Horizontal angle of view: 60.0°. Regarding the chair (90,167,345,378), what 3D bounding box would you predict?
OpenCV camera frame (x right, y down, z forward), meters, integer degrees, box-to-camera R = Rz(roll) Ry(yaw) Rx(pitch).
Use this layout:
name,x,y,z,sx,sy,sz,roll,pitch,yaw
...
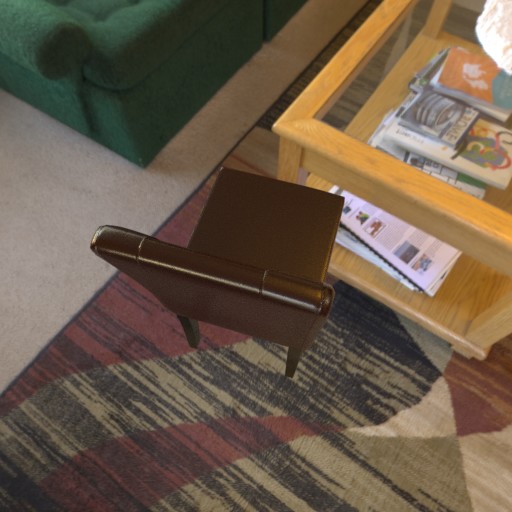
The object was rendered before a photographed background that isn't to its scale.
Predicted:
name,x,y,z,sx,sy,sz,roll,pitch,yaw
chair,0.000,0.000,1.174,0.399,0.897,0.556,15,63,8
